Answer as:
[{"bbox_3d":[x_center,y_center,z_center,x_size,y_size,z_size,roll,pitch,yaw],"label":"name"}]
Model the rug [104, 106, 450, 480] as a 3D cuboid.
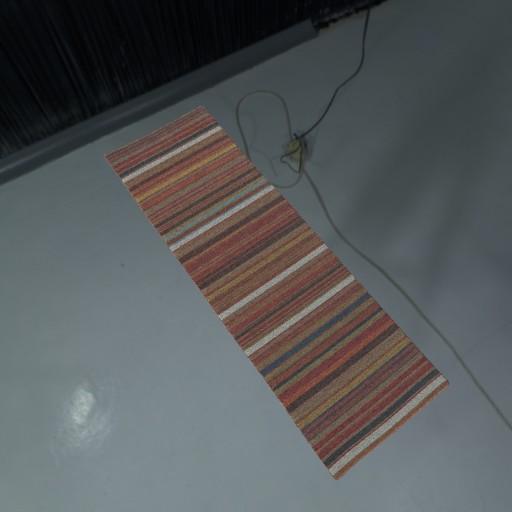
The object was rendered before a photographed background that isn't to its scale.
[{"bbox_3d":[0.000,0.000,2.690,0.799,0.030,2.444,-33,68,-15],"label":"rug"}]
